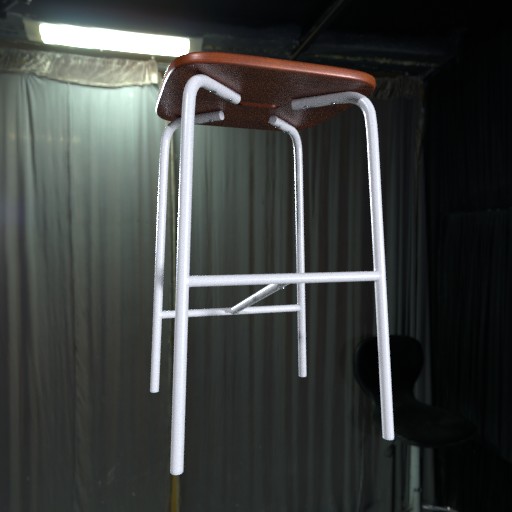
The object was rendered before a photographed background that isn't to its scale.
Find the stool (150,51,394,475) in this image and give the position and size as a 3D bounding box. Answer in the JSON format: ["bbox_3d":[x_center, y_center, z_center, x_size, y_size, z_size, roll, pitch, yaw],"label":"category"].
[{"bbox_3d":[0.000,0.000,0.857,0.376,0.610,0.376,-1,2,-18],"label":"stool"}]
